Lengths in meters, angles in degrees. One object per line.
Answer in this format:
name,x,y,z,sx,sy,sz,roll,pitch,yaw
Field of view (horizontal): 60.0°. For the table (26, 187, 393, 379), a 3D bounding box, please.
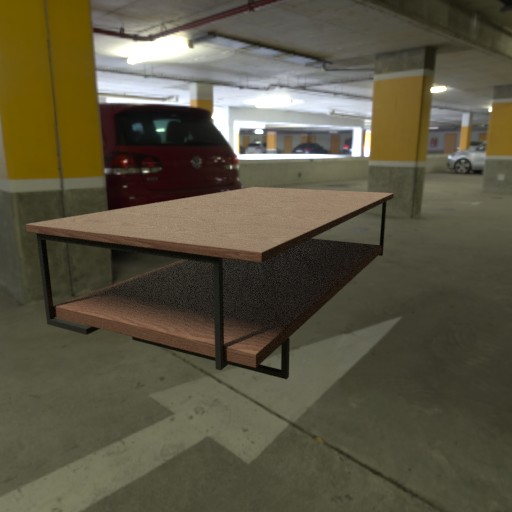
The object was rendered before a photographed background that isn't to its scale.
table,0.000,0.000,1.498,0.651,0.347,1.197,7,15,27
